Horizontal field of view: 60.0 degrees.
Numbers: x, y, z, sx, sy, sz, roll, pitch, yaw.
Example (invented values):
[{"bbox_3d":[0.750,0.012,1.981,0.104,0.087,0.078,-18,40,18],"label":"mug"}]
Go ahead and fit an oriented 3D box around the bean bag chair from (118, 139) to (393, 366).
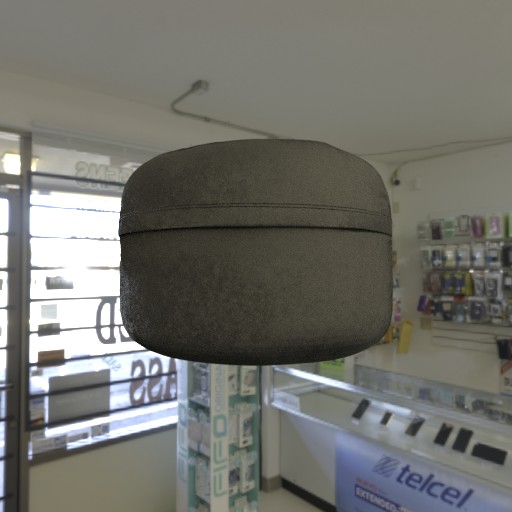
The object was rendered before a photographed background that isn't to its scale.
[{"bbox_3d":[0.000,0.000,1.527,0.918,0.605,0.918,0,-2,0],"label":"bean bag chair"}]
